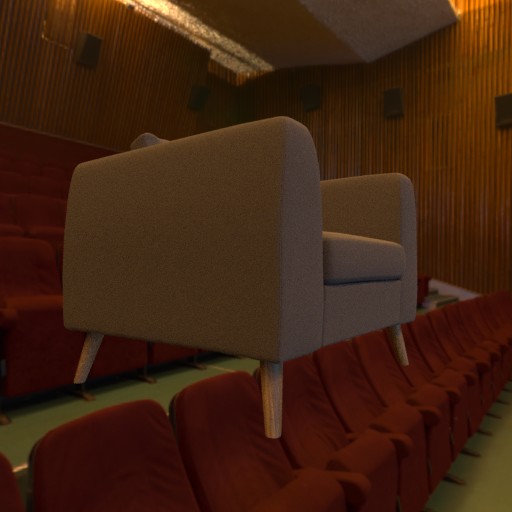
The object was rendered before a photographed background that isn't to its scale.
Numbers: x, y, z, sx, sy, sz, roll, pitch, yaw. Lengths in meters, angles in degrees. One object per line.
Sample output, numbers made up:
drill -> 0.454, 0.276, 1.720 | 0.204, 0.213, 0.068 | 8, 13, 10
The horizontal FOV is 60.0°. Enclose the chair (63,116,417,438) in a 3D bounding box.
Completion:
chair -> 0.000, 0.000, 1.642 | 0.930, 0.860, 1.000 | -1, -2, 37
